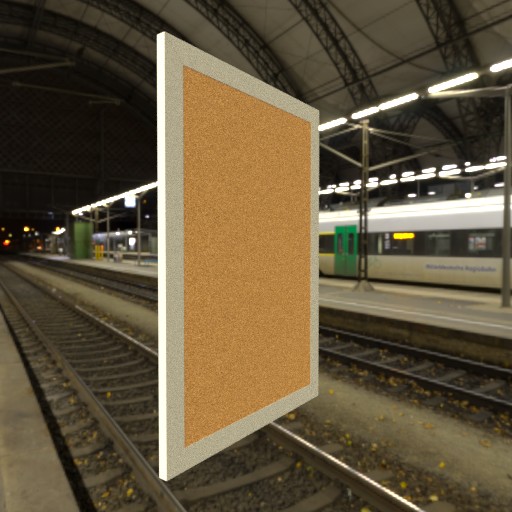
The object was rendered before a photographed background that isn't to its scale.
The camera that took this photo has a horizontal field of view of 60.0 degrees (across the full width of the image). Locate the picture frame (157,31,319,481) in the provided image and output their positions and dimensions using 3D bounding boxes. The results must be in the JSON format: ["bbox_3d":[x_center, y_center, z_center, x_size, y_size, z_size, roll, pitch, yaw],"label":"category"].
[{"bbox_3d":[0.000,0.000,0.586,0.011,0.459,0.326,1,2,36],"label":"picture frame"}]
